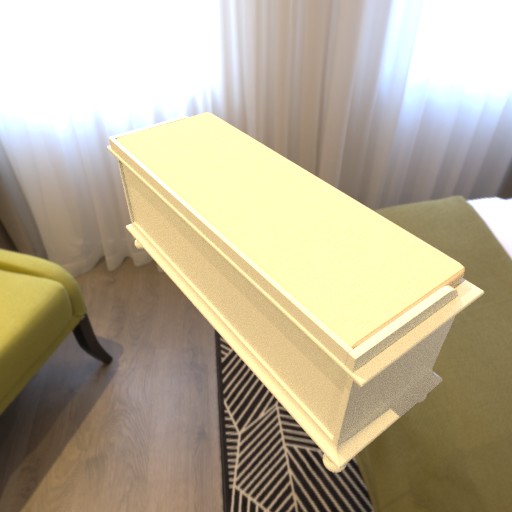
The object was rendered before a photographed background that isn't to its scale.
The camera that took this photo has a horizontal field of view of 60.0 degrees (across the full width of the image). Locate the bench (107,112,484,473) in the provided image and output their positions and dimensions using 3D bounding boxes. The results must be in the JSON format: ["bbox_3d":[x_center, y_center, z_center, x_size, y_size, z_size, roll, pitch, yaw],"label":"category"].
[{"bbox_3d":[0.000,0.000,1.395,0.402,0.486,1.185,-26,47,-27],"label":"bench"}]
